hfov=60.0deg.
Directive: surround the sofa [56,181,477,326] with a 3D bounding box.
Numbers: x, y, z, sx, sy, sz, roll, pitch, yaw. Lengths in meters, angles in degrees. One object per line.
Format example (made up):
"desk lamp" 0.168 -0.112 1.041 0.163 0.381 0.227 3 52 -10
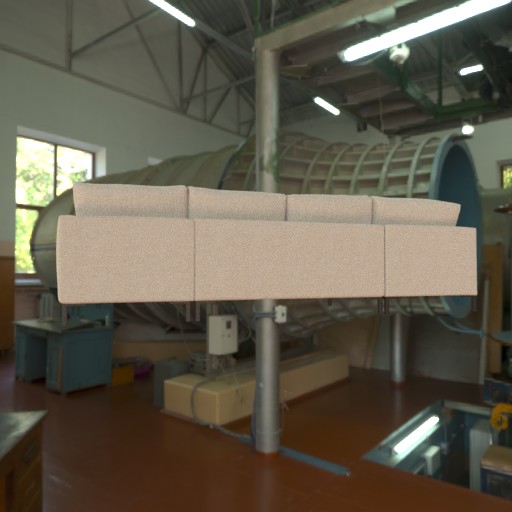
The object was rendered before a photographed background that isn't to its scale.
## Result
"sofa" 0.000 0.000 3.845 2.984 0.862 1.989 0 -2 -17
